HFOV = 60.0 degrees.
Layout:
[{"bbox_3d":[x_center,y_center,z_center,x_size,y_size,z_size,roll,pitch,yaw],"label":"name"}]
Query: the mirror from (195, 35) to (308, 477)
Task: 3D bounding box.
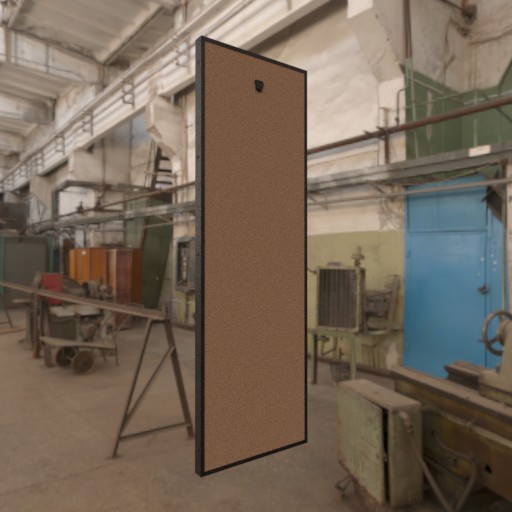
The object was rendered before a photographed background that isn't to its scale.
[{"bbox_3d":[0.000,0.000,1.189,0.354,1.080,0.042,0,0,-36],"label":"mirror"}]
